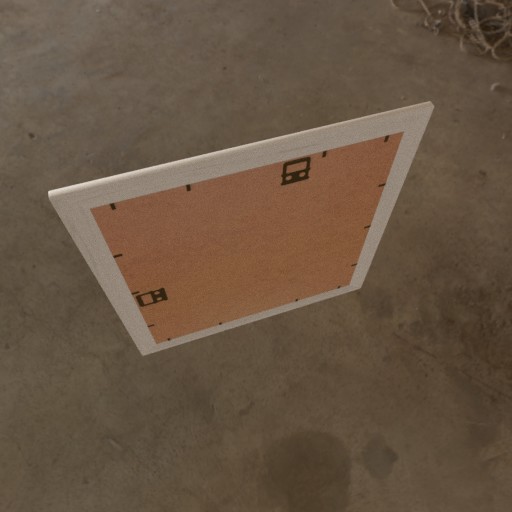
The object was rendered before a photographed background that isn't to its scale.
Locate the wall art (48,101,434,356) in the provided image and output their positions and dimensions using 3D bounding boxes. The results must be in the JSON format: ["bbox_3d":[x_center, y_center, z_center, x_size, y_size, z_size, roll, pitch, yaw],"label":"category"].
[{"bbox_3d":[0.000,0.000,0.885,0.584,0.584,0.013,-16,58,-10],"label":"wall art"}]
